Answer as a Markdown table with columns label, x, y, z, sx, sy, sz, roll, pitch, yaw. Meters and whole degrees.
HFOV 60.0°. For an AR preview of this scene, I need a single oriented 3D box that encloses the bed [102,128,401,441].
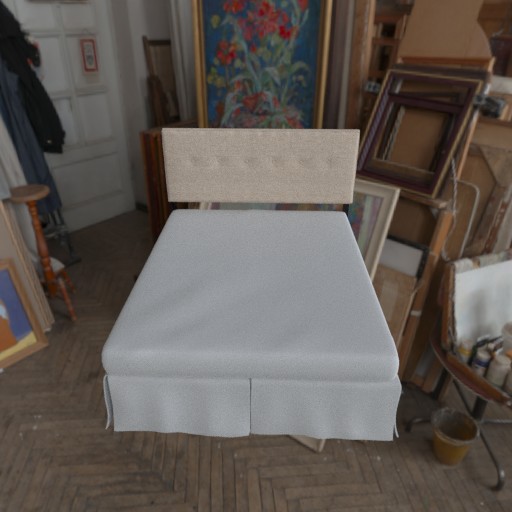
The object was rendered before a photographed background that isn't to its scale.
| label | x | y | z | sx | sy | sz | roll | pitch | yaw |
| --- | --- | --- | --- | --- | --- | --- | --- | --- | --- |
| bed | 0.000 | 0.000 | 3.000 | 1.643 | 1.270 | 1.978 | 1 | 28 | 2 |
